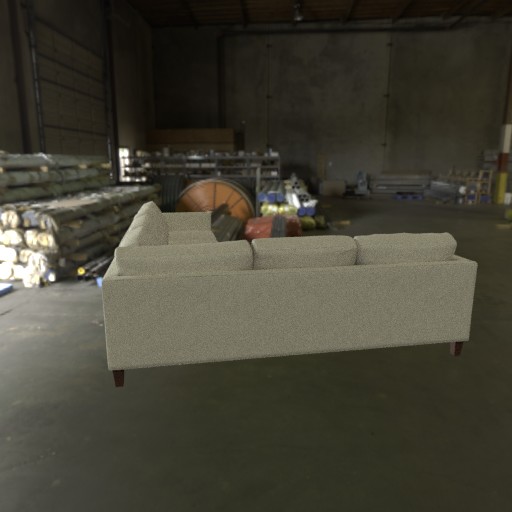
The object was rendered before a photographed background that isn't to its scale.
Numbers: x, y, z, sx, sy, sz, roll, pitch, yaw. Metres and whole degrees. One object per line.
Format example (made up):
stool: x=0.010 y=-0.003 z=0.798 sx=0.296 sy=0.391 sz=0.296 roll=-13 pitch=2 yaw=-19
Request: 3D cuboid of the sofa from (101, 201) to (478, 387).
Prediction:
sofa: x=0.000 y=0.000 z=4.304 sx=2.432 sy=0.863 sz=3.182 roll=-2 pitch=13 yaw=-11
